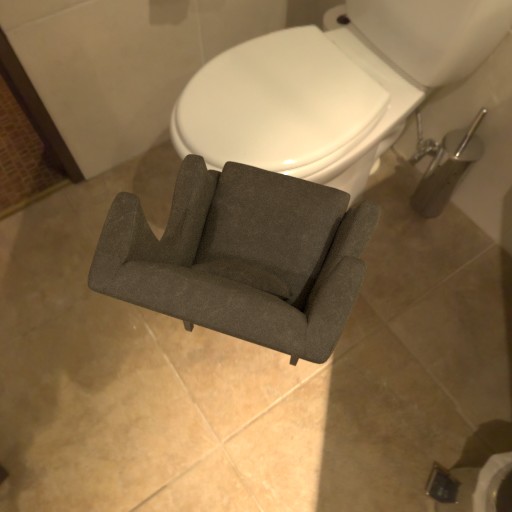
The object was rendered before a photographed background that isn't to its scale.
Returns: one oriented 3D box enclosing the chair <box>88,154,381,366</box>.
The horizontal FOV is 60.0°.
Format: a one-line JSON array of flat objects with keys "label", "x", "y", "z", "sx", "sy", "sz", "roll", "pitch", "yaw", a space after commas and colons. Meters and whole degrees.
[{"label": "chair", "x": 0.000, "y": 0.000, "z": 1.771, "sx": 0.853, "sy": 1.016, "sz": 0.926, "roll": 16, "pitch": 64, "yaw": 8}]
